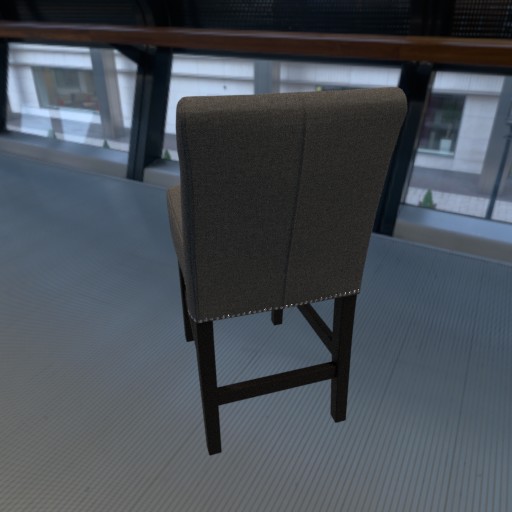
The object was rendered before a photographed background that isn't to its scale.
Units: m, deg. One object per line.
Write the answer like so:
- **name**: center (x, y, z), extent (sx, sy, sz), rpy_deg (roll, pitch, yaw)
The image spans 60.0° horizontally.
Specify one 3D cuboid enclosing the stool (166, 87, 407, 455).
- **stool**: center (0.000, 0.000, 1.171), extent (0.427, 0.885, 0.571), rpy_deg (-8, 29, -15)
